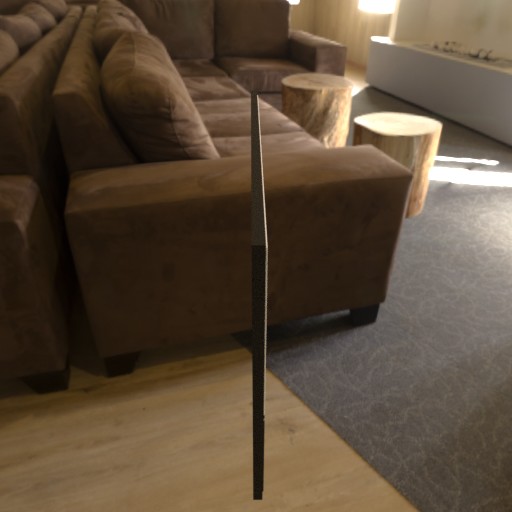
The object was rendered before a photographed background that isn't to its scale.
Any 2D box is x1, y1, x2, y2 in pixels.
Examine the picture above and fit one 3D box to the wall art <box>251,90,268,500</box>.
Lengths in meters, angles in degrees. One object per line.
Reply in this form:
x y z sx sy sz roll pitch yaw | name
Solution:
0.000 0.000 1.482 0.028 0.805 1.190 0 33 -1 | wall art
